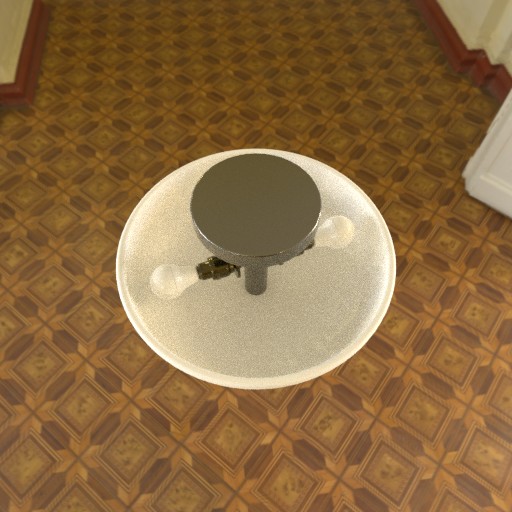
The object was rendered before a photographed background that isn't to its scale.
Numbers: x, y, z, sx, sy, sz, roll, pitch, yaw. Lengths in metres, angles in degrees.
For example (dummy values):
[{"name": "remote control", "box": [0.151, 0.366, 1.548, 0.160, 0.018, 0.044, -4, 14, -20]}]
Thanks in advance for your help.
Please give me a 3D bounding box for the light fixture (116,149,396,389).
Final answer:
[{"name": "light fixture", "box": [0.000, 0.000, 0.543, 0.330, 0.214, 0.330, 0, 58, 0]}]
